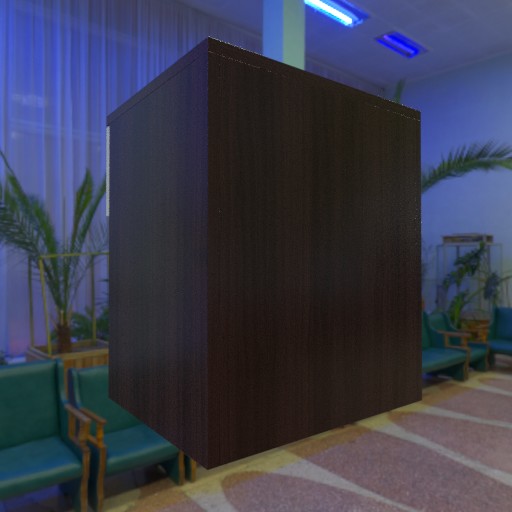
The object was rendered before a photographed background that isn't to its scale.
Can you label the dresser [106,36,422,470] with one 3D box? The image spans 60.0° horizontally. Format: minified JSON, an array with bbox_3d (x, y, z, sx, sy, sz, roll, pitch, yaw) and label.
[{"bbox_3d":[0.000,0.000,0.742,0.400,0.470,0.360,1,-1,-37],"label":"dresser"}]
